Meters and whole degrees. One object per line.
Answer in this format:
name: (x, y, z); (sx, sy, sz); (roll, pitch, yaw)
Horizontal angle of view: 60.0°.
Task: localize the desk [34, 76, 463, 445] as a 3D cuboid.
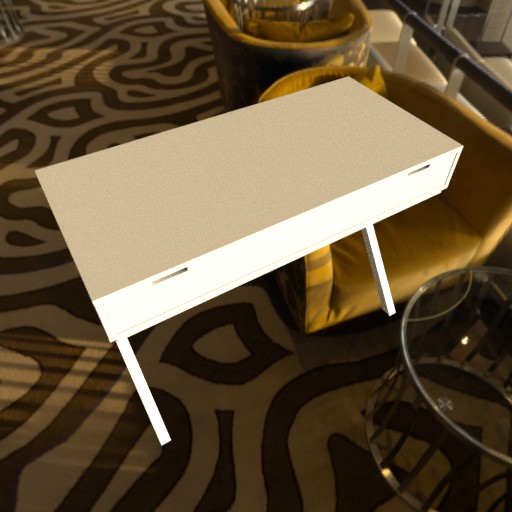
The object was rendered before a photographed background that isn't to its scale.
desk: (0.000, 0.000, 1.489); (1.059, 0.780, 0.509); (-24, 51, -21)
